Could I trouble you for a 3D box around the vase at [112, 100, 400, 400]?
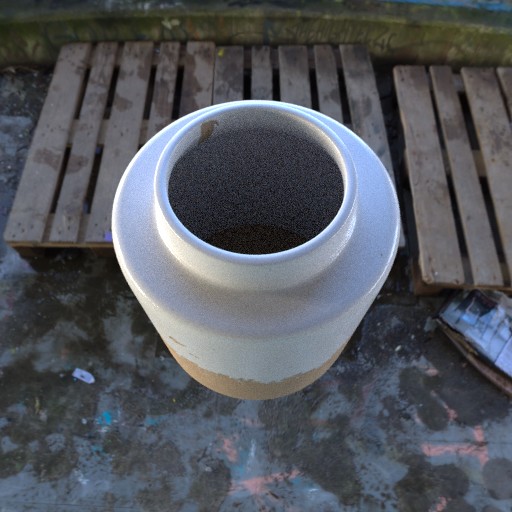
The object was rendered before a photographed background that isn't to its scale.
[{"bbox_3d":[0.000,0.000,0.285,0.153,0.167,0.153,0,62,0],"label":"vase"}]
